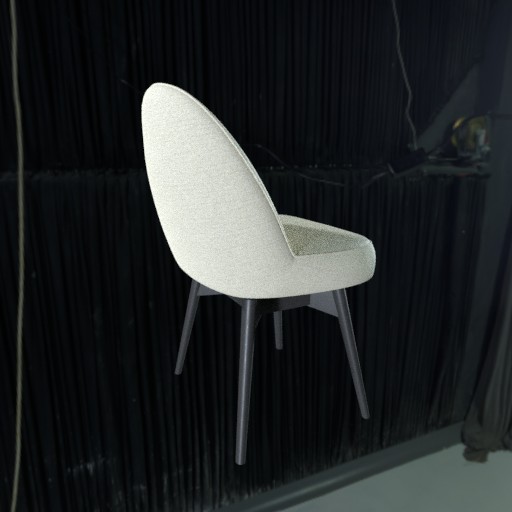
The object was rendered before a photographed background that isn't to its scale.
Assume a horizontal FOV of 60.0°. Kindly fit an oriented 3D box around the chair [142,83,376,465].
[{"bbox_3d":[0.000,0.000,1.185,0.540,0.838,0.532,-8,16,-27],"label":"chair"}]
